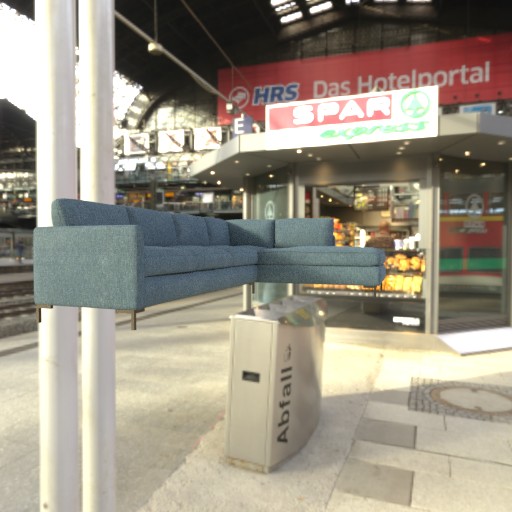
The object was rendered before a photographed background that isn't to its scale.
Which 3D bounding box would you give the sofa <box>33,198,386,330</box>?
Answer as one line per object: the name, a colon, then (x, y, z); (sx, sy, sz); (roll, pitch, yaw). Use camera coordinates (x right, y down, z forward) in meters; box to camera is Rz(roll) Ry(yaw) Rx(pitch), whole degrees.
sofa: (0.000, 0.000, 3.859); (2.007, 0.815, 2.949); (0, 1, 20)
